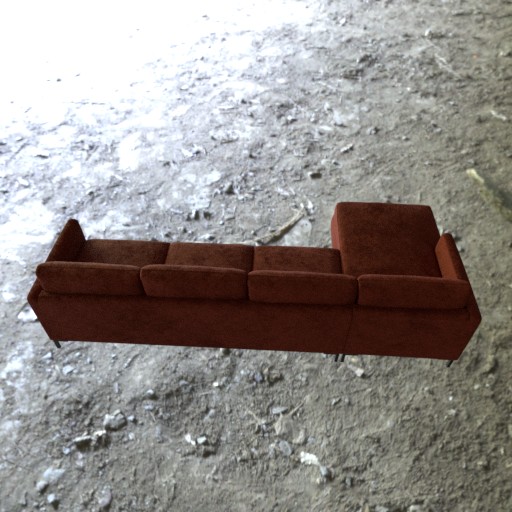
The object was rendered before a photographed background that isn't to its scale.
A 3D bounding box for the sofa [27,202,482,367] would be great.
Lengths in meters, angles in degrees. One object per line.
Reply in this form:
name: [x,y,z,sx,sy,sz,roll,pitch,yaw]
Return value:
sofa: [0.000,0.000,2.850,2.467,0.663,1.136,2,46,2]
